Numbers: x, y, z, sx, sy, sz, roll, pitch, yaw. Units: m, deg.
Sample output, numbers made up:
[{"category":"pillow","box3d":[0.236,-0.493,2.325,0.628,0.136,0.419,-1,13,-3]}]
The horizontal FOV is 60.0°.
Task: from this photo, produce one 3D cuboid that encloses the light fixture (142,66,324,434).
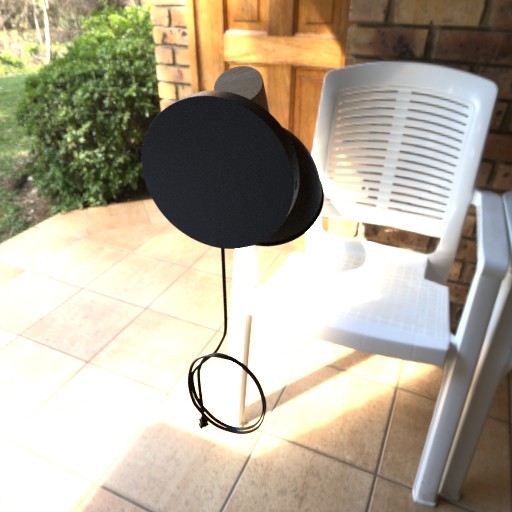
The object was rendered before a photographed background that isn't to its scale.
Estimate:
[{"category":"light fixture","box3d":[0.000,0.000,0.493,0.127,0.401,0.203,10,33,16]}]
